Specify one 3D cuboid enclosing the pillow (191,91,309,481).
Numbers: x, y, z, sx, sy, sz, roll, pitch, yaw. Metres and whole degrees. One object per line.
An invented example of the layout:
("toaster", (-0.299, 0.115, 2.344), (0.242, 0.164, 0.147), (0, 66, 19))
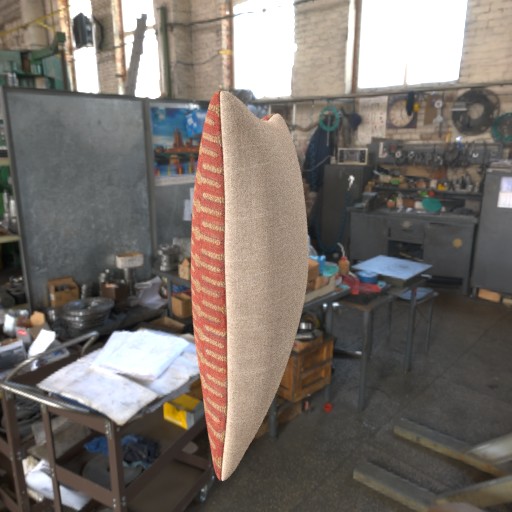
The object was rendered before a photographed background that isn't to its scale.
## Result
("pillow", (0.000, 0.000, 0.779), (0.182, 0.503, 0.511), (2, 15, 9))
